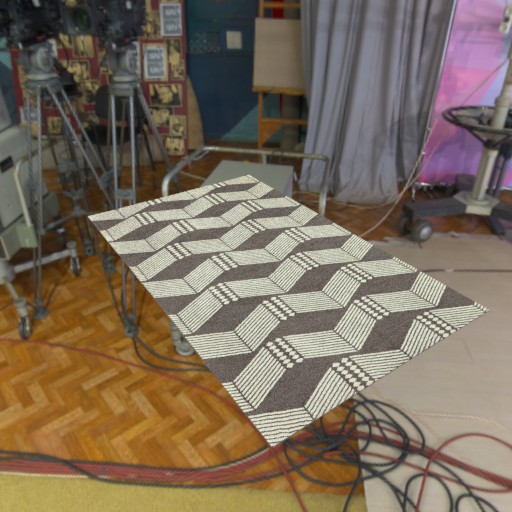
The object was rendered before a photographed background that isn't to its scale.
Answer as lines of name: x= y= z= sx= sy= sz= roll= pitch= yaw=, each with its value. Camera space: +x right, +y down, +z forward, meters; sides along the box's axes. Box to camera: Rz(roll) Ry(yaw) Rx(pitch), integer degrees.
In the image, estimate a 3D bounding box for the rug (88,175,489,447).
rug: x=0.000 y=0.000 z=2.979 sx=1.517 sy=0.011 sz=2.435 roll=-20 pitch=37 yaw=-29
